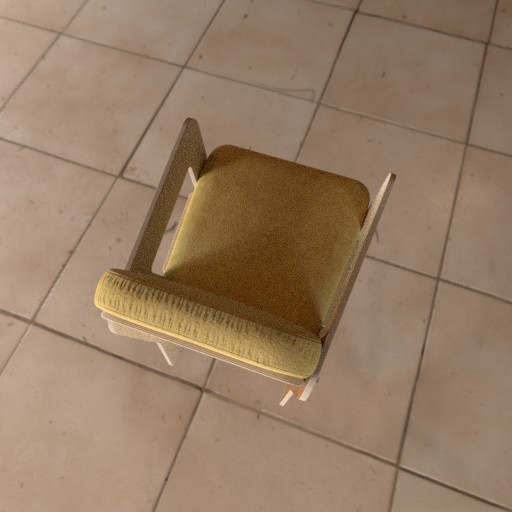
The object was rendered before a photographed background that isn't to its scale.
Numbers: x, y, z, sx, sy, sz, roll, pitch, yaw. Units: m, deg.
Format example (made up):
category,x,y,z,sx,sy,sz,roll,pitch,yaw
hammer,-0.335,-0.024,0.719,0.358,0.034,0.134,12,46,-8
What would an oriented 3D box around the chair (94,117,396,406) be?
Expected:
category,x,y,z,sx,sy,sz,roll,pitch,yaw
chair,0.000,0.000,1.241,0.590,0.800,0.710,17,66,8
